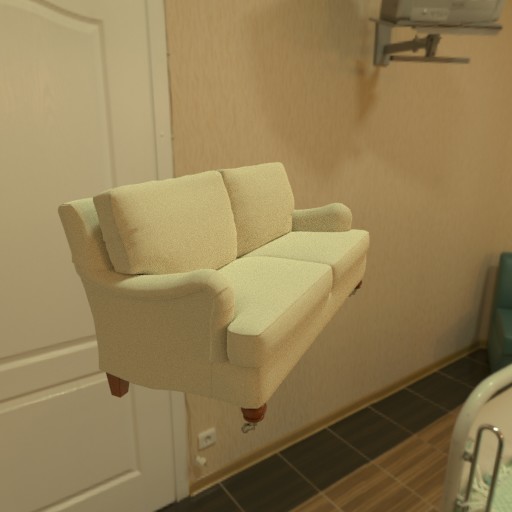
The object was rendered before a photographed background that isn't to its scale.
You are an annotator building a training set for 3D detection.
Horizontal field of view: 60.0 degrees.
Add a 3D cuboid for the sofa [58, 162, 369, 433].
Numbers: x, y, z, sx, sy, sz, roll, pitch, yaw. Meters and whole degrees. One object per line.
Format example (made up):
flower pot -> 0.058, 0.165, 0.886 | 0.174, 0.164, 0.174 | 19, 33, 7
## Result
sofa -> 0.000, 0.000, 2.870 | 1.086, 1.087, 2.159 | 7, 17, 25
